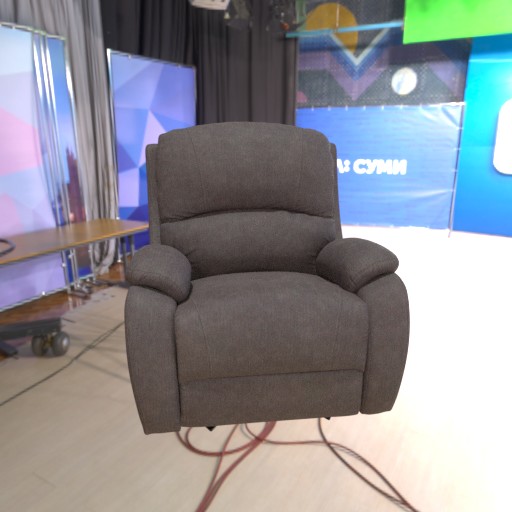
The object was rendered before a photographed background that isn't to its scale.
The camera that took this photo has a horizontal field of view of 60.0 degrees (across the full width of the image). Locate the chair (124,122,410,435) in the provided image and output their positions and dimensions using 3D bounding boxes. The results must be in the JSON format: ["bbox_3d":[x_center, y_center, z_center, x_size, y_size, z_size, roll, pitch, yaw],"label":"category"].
[{"bbox_3d":[0.000,0.000,1.742,0.930,1.011,0.899,-2,17,-8],"label":"chair"}]
